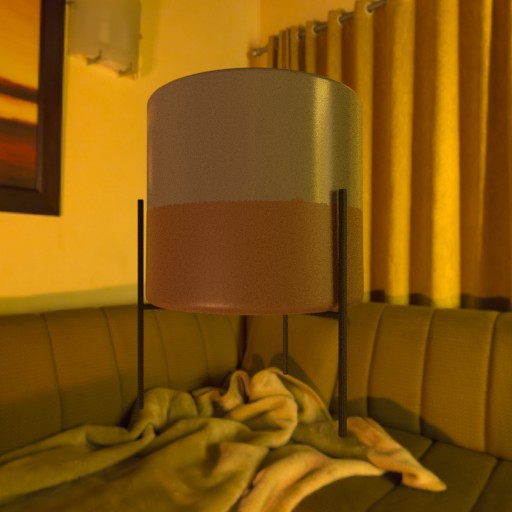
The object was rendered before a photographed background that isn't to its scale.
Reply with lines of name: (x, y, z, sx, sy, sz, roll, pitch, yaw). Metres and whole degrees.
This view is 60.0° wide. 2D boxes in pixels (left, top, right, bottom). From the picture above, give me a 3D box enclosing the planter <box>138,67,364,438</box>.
planter: (0.000, 0.000, 0.734, 0.348, 0.480, 0.360, 0, 0, 20)
